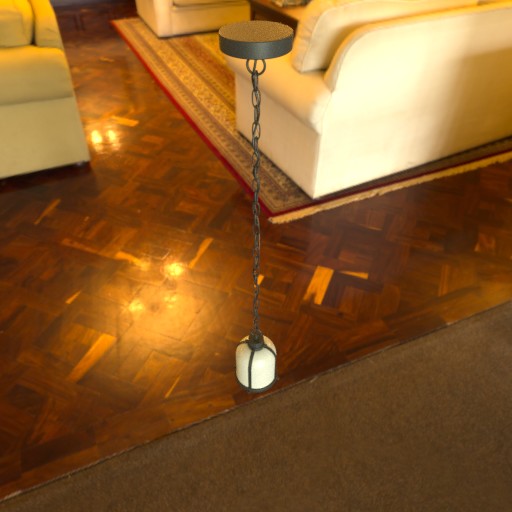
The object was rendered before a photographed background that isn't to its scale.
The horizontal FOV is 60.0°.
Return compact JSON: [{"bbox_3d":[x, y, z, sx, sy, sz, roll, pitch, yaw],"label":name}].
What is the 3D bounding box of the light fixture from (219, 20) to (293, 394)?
[{"bbox_3d":[0.000,0.000,1.258,0.178,1.181,0.178,12,43,13],"label":"light fixture"}]
